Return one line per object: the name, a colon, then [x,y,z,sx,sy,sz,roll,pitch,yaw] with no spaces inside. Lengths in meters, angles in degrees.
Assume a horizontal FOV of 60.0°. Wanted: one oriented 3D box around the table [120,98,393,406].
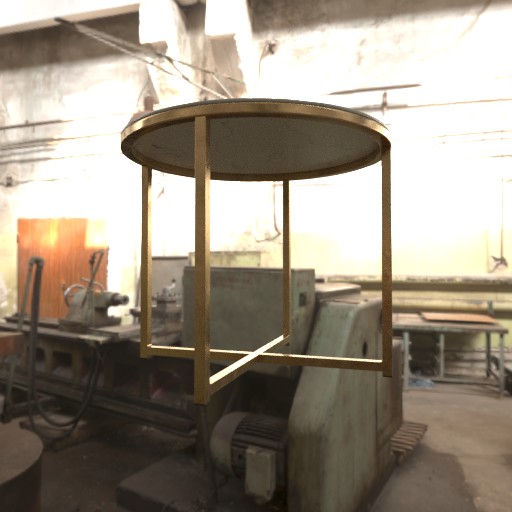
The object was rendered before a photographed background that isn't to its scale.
table: [0.000,0.000,0.848,0.500,0.420,0.500,0,-1,0]
